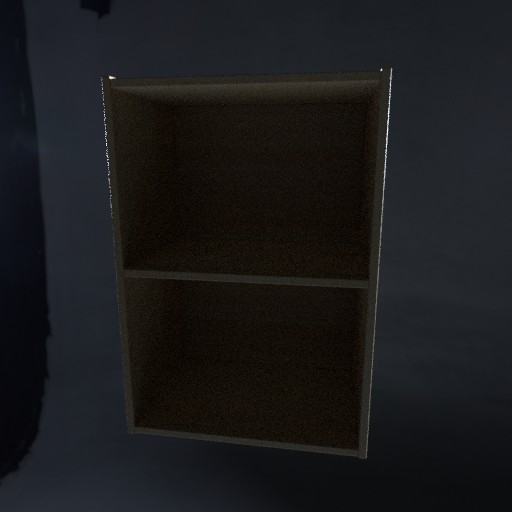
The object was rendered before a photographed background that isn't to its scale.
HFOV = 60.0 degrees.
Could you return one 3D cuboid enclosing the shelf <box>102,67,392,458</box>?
[{"bbox_3d":[0.000,0.000,0.822,0.414,0.592,0.290,2,13,9],"label":"shelf"}]
